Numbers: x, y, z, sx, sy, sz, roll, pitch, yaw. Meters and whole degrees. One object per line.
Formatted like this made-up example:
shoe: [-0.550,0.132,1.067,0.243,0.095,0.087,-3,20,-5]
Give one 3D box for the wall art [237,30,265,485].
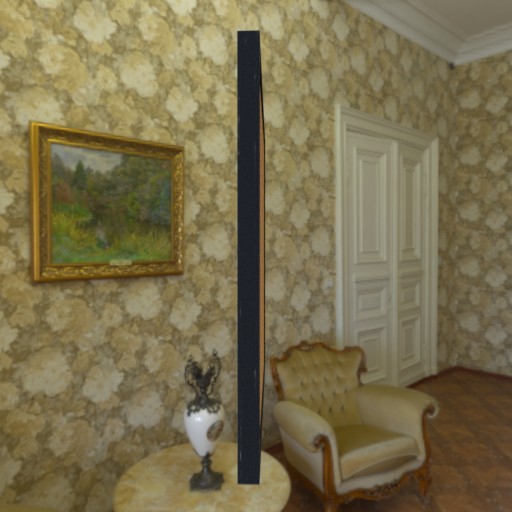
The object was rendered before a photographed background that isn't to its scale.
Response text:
wall art: [0.000,0.000,1.122,0.037,0.761,0.761,0,1,2]
